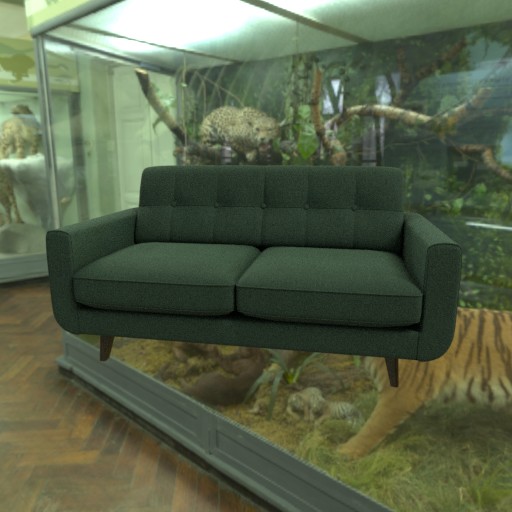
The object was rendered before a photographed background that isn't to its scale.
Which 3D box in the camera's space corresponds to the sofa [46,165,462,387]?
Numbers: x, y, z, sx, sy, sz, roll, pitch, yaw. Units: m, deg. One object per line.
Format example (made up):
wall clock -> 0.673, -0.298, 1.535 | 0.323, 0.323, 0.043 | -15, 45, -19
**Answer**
sofa -> 0.000, 0.000, 2.125 | 1.631, 0.841, 0.909 | 2, 13, 10
